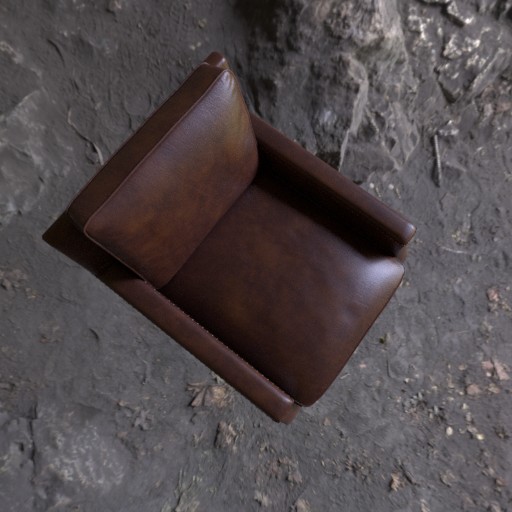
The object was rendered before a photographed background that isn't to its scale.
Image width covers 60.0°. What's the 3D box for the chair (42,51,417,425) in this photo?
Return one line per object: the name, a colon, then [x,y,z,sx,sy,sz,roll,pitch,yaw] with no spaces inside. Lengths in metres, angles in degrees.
chair: [0.000,0.000,1.675,1.014,0.929,0.853,37,78,9]
